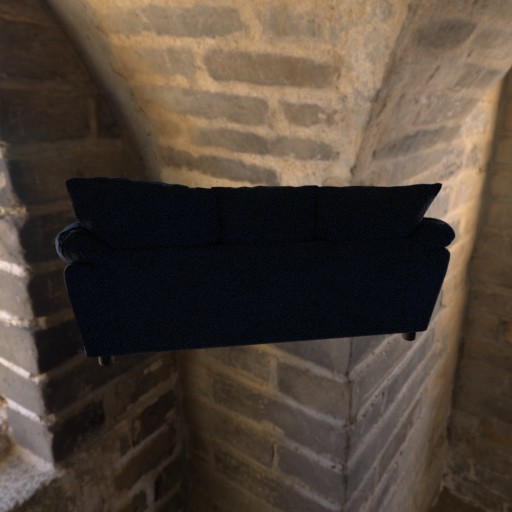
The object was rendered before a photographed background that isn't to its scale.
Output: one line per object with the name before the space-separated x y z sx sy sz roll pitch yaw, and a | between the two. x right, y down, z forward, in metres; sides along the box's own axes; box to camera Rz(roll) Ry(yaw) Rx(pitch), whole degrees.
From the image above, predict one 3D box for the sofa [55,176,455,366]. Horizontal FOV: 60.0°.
sofa | 0.000 0.000 2.903 2.390 1.091 0.907 -3 15 -10
